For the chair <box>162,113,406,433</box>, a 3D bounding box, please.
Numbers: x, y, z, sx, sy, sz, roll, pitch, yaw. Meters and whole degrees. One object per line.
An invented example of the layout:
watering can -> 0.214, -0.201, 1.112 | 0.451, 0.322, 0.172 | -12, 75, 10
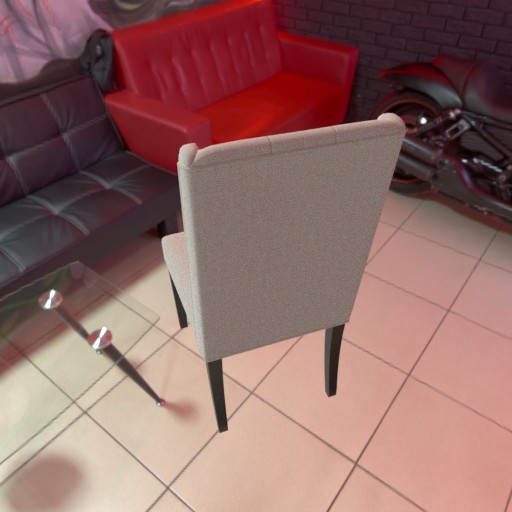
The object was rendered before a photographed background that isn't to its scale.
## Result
chair -> 0.000, 0.000, 1.268 | 0.474, 0.961, 0.523 | -13, 42, -15
